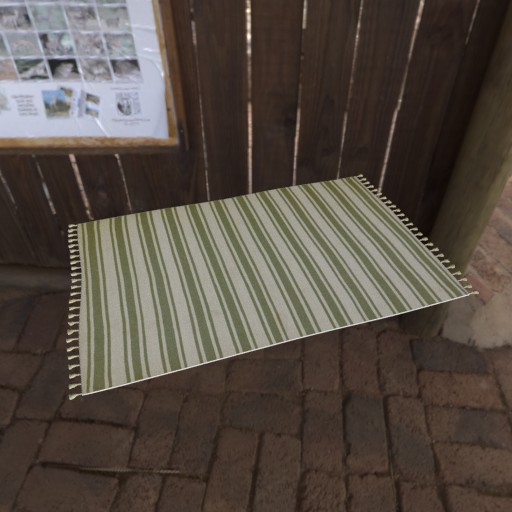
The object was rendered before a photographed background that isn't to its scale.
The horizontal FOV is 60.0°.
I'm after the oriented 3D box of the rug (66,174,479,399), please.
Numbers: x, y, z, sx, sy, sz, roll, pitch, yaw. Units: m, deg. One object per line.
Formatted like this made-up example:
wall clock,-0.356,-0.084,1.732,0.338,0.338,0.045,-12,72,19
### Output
rug,0.000,0.000,2.308,1.875,0.013,1.162,-12,42,-13
